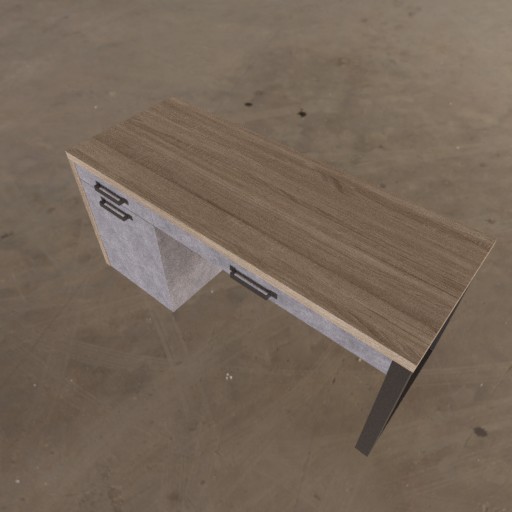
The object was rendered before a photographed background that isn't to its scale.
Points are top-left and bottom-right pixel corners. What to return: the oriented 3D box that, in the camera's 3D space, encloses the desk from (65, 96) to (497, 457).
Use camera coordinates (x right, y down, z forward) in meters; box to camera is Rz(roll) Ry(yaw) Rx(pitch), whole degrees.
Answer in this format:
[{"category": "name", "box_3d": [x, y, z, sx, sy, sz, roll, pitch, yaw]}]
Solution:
[{"category": "desk", "box_3d": [0.000, 0.000, 2.073, 1.700, 0.760, 0.690, 31, 54, 26]}]
